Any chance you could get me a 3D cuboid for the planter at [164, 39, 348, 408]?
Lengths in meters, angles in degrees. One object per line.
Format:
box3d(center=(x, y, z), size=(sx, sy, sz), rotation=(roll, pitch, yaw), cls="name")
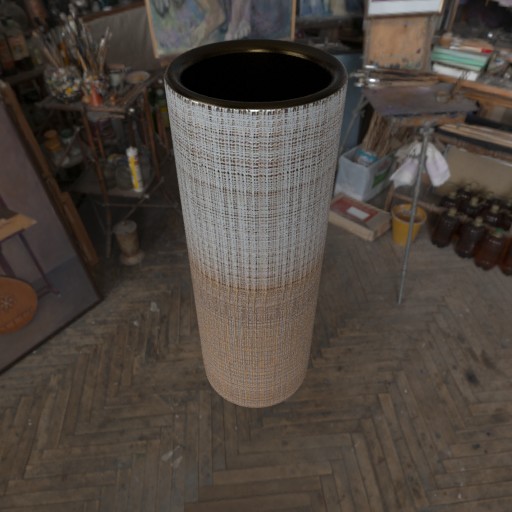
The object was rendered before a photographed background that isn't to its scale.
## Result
box3d(center=(0.000, 0.000, 0.333), size=(0.099, 0.278, 0.099), rotation=(0, 43, 0), cls="planter")
